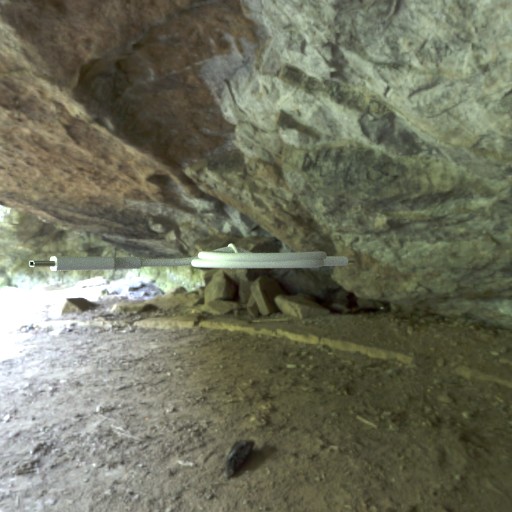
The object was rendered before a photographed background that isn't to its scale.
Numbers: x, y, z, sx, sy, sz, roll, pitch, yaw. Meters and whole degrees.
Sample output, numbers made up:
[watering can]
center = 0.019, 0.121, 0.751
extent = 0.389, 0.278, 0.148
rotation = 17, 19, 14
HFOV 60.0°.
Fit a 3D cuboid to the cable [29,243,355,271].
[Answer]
[cable]
center = 0.000, 0.000, 0.232
extent = 0.203, 0.014, 0.070
rotation = 0, 0, -36
